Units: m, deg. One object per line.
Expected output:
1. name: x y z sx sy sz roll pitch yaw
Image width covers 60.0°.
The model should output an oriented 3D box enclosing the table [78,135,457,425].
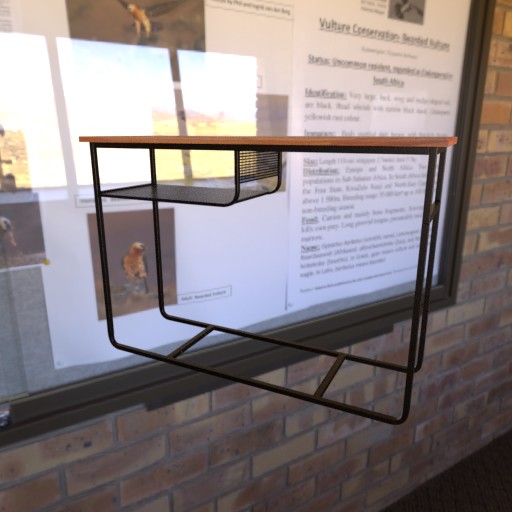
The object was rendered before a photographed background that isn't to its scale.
1. table: 0.000 0.000 1.440 1.100 0.750 0.350 8 17 25
